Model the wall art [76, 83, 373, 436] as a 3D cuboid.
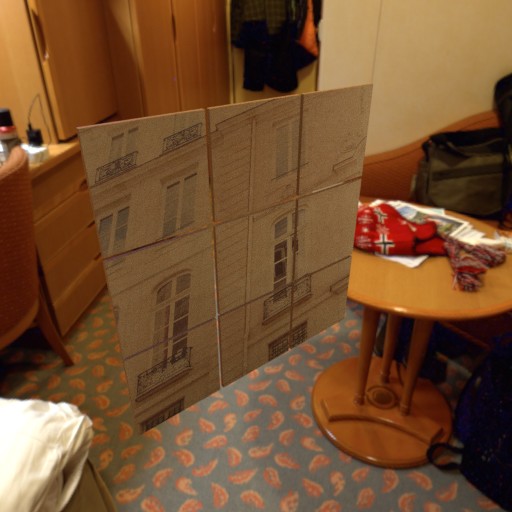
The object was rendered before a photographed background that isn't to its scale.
[{"bbox_3d":[0.000,0.000,1.358,0.915,0.913,0.018,-21,36,-33],"label":"wall art"}]
